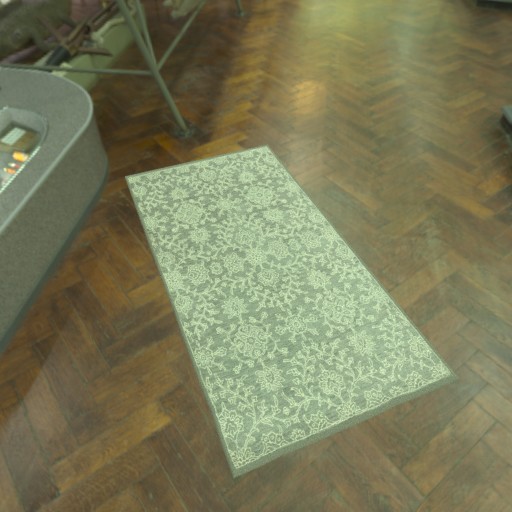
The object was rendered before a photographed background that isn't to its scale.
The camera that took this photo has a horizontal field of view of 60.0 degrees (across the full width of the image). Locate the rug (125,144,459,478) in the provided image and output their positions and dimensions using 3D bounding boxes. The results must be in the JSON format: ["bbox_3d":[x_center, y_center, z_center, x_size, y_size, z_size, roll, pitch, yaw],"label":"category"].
[{"bbox_3d":[0.000,0.000,3.615,1.546,0.011,3.048,-17,48,-16],"label":"rug"}]
